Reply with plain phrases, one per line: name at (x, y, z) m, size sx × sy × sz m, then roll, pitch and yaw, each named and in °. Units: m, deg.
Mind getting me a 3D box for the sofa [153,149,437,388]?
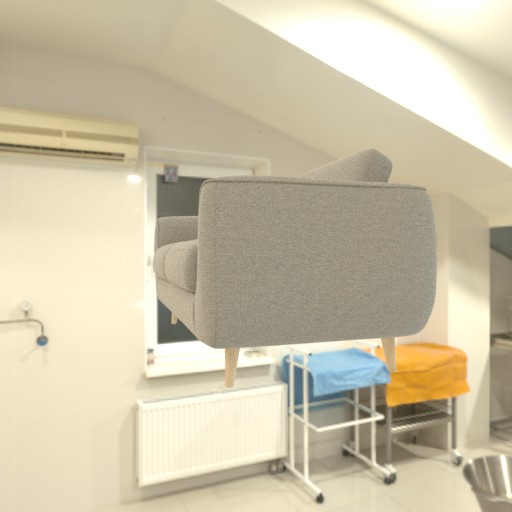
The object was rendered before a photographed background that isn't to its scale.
sofa at (0.000, 0.000, 2.205) m, size 0.920 × 0.850 × 1.700 m, roll 0°, pitch 0°, yaw -18°
